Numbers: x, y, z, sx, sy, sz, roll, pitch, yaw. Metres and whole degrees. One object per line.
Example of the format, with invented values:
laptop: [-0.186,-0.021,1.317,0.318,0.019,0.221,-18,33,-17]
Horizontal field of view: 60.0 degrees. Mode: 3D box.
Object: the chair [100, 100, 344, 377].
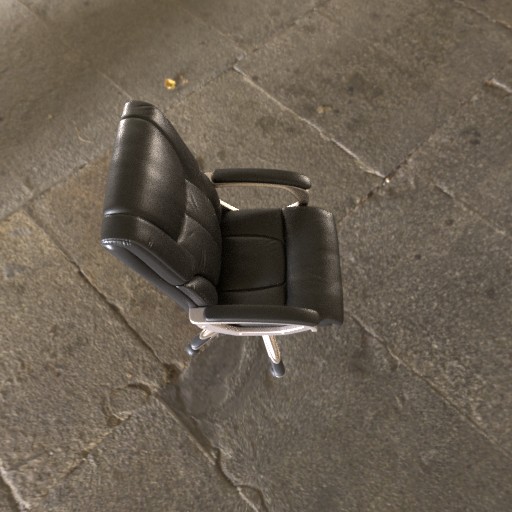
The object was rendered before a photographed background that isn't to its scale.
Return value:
chair: [0.000,0.000,1.669,0.780,1.145,0.700,0,64,0]
